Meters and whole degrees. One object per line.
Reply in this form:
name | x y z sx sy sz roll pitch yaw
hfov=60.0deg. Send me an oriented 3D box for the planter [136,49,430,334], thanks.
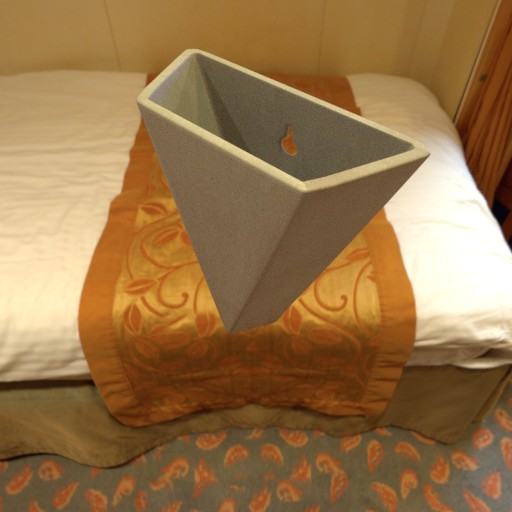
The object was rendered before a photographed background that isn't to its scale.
planter | 0.000 0.000 0.277 0.150 0.197 0.060 34 56 27
